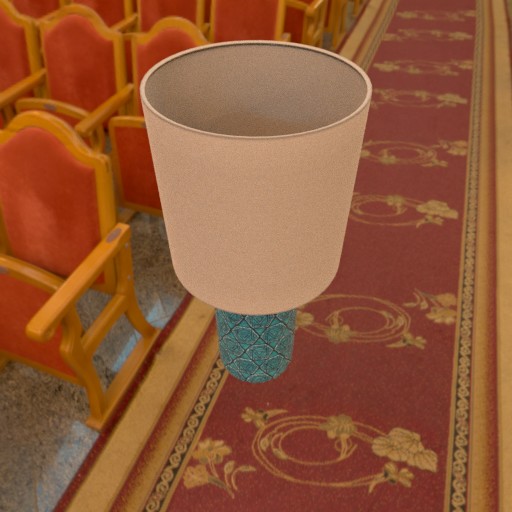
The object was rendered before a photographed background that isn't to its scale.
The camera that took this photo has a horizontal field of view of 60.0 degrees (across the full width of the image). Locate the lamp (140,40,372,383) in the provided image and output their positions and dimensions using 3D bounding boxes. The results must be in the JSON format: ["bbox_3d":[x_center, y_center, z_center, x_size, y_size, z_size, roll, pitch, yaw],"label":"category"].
[{"bbox_3d":[0.000,0.000,0.747,0.278,0.597,0.278,15,46,15],"label":"lamp"}]
